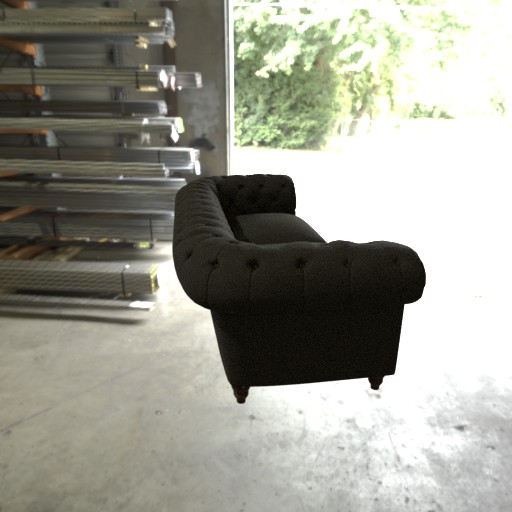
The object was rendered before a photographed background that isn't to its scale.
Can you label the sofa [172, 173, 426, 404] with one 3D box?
[{"bbox_3d":[0.000,0.000,2.791,0.991,0.762,2.362,-3,18,-9],"label":"sofa"}]
